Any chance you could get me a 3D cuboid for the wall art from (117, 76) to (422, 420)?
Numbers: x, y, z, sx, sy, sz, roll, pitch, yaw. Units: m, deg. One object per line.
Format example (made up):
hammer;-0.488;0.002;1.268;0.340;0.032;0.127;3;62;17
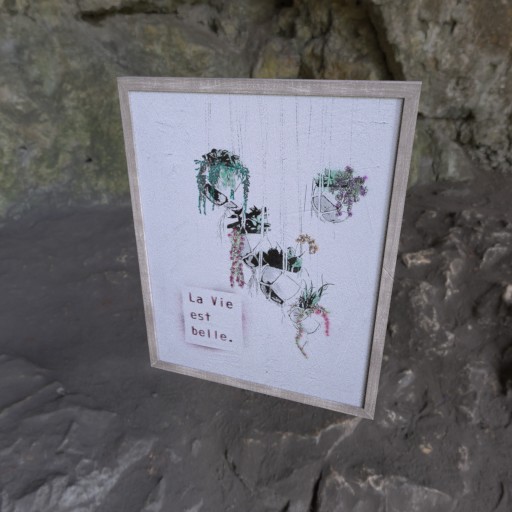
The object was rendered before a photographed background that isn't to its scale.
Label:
wall art;0.000;0.000;0.703;0.421;0.521;0.032;8;26;17
